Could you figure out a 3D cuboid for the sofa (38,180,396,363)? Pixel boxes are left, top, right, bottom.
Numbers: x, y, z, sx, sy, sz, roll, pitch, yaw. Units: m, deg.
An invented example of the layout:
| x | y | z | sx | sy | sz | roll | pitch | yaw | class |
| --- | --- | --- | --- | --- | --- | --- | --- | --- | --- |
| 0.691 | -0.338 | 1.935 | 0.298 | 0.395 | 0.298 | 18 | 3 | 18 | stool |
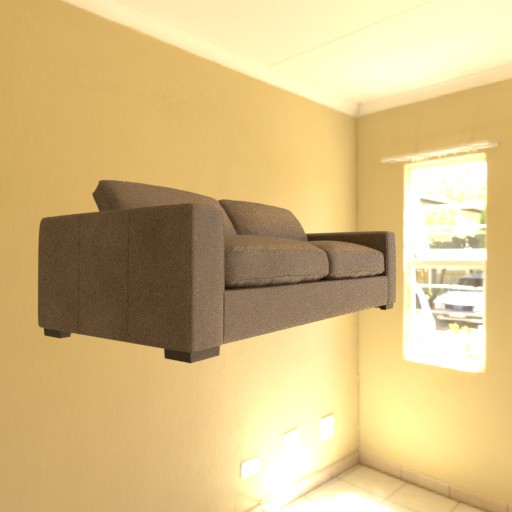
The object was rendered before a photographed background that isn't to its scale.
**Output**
| x | y | z | sx | sy | sz | roll | pitch | yaw | class |
| --- | --- | --- | --- | --- | --- | --- | --- | --- | --- |
| 0.000 | 0.000 | 2.797 | 1.070 | 0.801 | 2.262 | 0 | 0 | 36 | sofa |
